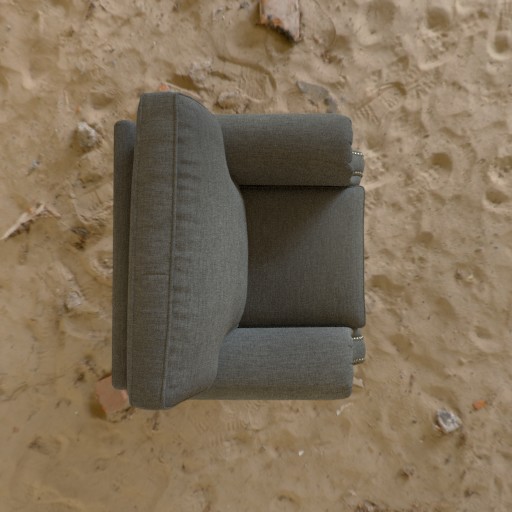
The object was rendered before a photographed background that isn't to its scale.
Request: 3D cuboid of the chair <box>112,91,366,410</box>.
[{"bbox_3d":[0.000,0.000,1.785,0.965,0.961,1.092,0,88,1],"label":"chair"}]
